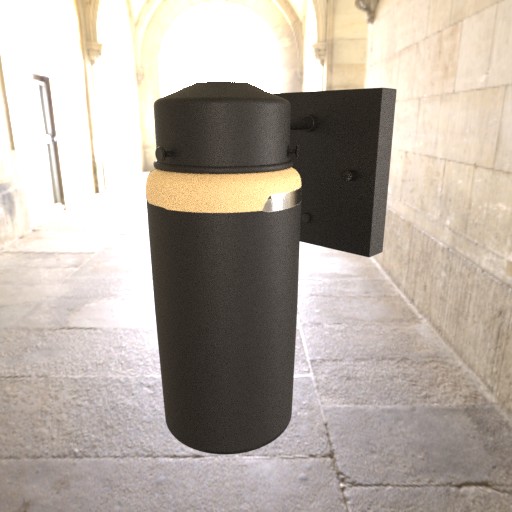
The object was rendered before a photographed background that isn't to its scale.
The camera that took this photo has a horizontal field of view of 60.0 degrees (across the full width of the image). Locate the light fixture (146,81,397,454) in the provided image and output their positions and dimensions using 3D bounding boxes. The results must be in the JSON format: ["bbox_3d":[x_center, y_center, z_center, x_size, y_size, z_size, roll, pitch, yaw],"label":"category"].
[{"bbox_3d":[0.000,0.000,0.358,0.130,0.257,0.176,16,23,42],"label":"light fixture"}]
